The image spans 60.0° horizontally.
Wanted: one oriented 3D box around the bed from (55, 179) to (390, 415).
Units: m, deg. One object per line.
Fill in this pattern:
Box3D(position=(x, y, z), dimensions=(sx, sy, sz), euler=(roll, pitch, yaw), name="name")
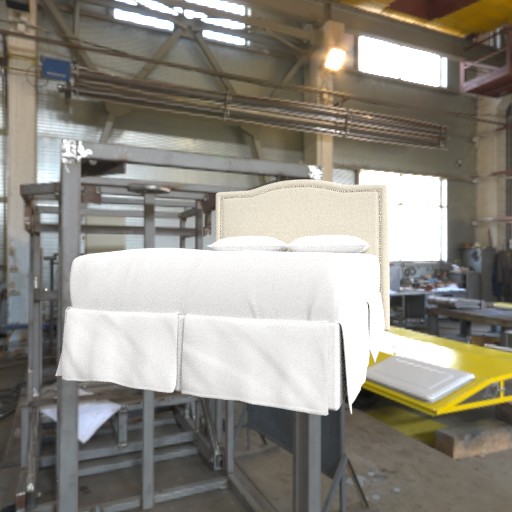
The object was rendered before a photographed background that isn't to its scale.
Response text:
Box3D(position=(0.000, 0.000, 3.256), dimensions=(1.741, 1.449, 2.196), euler=(0, 0, 21), name="bed")
